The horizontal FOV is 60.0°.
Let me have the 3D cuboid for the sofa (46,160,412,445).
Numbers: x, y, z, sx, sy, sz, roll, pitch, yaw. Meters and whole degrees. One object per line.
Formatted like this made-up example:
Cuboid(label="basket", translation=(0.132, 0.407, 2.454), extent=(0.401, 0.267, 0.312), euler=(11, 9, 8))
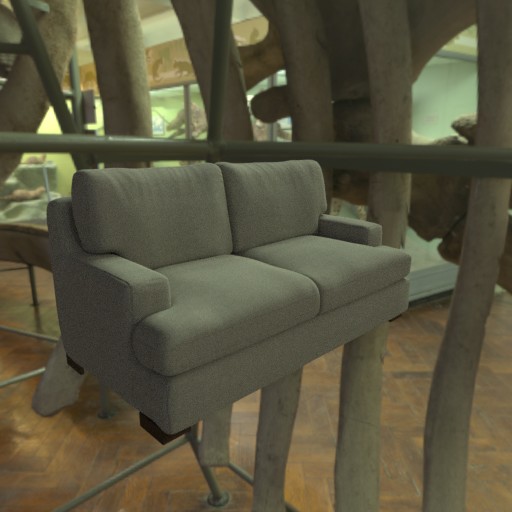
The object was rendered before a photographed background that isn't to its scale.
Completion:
Cuboid(label="sofa", translation=(0.000, 0.000, 2.415), extent=(1.855, 0.980, 0.962), euler=(-14, 20, -43))
